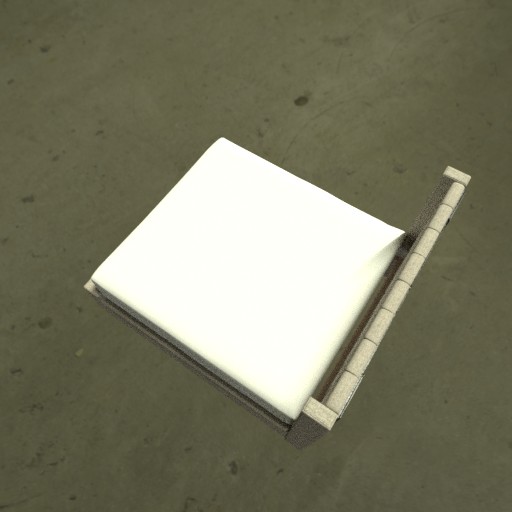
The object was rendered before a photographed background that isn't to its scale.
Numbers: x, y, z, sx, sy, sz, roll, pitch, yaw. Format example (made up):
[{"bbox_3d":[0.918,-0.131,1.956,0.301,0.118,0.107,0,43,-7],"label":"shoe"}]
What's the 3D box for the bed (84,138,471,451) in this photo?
[{"bbox_3d":[0.000,0.000,3.832,2.372,1.748,2.044,31,67,15],"label":"bed"}]
